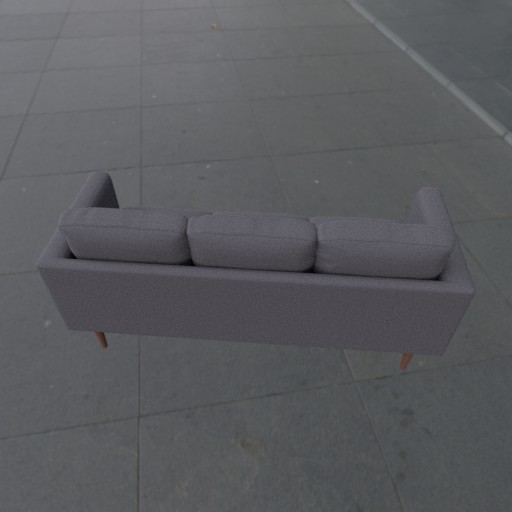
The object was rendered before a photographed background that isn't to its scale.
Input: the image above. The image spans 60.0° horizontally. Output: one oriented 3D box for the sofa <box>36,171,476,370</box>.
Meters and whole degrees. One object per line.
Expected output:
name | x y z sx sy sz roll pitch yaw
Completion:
sofa | 0.000 0.000 2.461 2.029 0.912 0.802 3 45 3
